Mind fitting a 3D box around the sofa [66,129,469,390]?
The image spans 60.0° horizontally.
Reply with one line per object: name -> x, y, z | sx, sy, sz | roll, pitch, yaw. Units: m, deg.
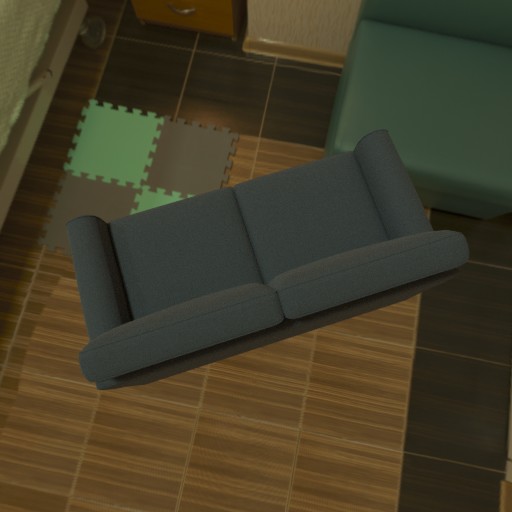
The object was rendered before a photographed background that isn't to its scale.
sofa -> 0.000, 0.000, 2.510 | 1.930, 1.020, 0.940 | -17, 76, -4
